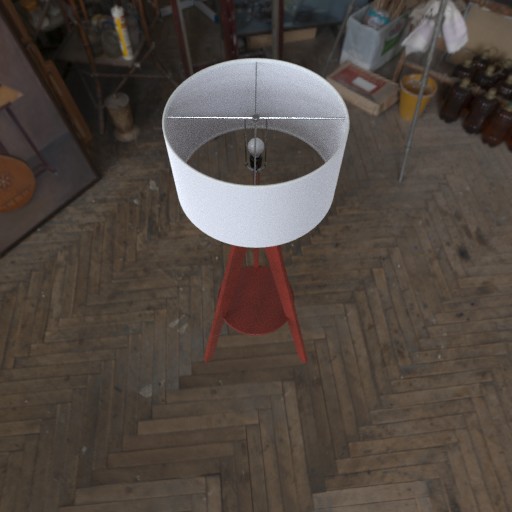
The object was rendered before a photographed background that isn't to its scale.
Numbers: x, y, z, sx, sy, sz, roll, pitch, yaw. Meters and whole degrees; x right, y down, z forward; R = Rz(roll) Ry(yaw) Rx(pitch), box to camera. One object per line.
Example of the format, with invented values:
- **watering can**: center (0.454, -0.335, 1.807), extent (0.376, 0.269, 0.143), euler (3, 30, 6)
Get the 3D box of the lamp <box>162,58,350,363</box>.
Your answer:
- **lamp**: center (0.000, 0.000, 1.768), extent (0.539, 1.472, 0.542), euler (0, 58, 0)
